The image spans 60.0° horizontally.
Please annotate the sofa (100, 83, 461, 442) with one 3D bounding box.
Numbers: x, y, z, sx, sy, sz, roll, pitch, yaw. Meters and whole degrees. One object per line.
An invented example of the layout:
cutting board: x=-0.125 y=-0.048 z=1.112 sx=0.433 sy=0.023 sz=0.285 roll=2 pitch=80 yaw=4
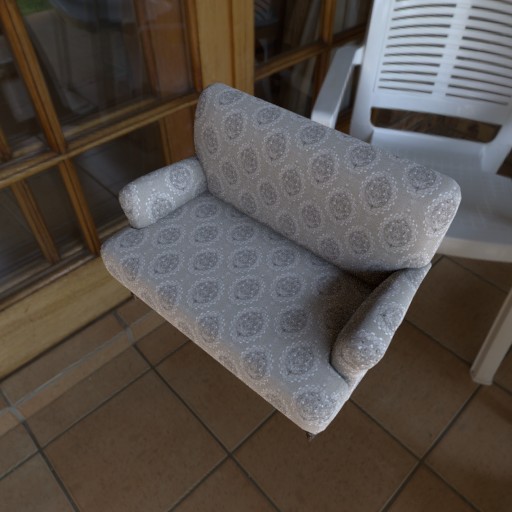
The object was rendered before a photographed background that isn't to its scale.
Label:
sofa: x=0.000 y=0.000 z=1.834 sx=1.297 sy=0.889 sz=0.779 roll=32 pitch=54 yaw=27
